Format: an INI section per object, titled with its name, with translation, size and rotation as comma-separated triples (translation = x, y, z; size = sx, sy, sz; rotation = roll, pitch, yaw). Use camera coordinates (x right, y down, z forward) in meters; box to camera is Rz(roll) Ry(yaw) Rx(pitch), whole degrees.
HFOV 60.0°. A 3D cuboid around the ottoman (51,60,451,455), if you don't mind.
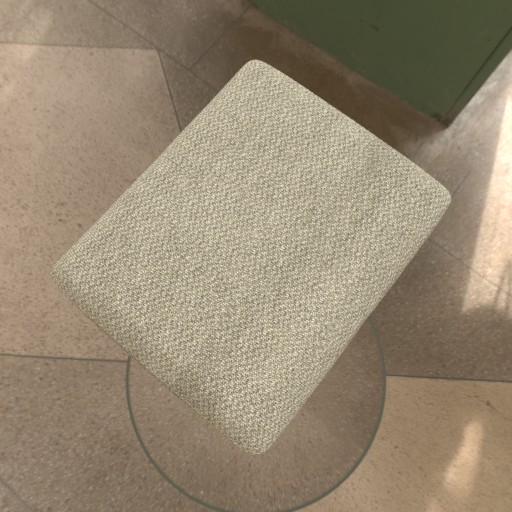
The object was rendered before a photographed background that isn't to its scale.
[ottoman]
translation = 0.000, 0.000, 1.140
size = 0.603, 0.476, 0.751
rotation = 38, 78, 9
